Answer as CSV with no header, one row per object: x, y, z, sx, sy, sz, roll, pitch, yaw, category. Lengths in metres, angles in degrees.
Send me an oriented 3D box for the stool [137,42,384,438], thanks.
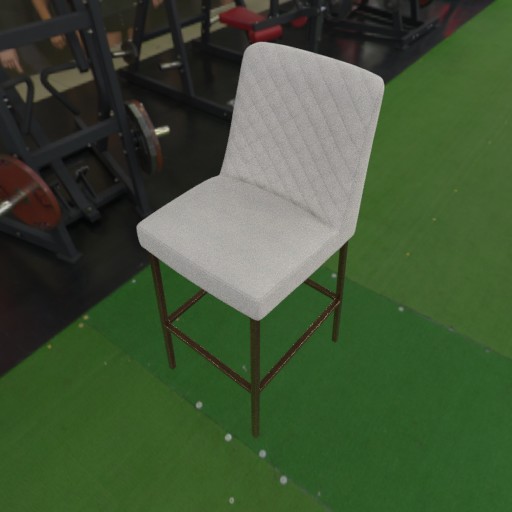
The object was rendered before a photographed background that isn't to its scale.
0.000,0.000,1.389,0.462,1.084,0.546,30,52,27,stool
